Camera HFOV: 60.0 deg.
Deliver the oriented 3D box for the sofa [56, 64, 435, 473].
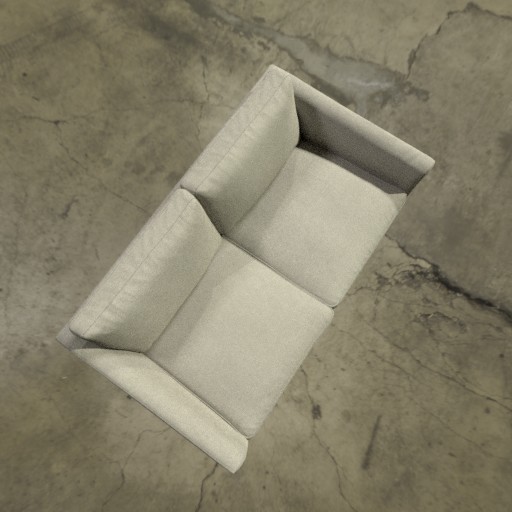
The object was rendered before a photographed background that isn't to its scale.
[{"bbox_3d":[0.000,0.000,2.485,1.091,0.839,1.905,34,78,8],"label":"sofa"}]
